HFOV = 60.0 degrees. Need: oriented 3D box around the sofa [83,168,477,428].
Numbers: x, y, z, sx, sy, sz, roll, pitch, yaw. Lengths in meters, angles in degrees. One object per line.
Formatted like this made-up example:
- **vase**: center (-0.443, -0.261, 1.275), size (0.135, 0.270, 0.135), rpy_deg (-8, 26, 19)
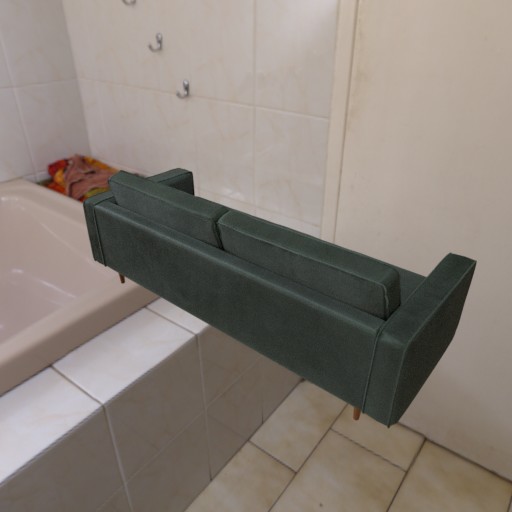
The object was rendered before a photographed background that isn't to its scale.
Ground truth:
- **sofa**: center (0.000, 0.000, 2.621), size (2.214, 0.781, 0.886), rpy_deg (23, 37, 33)
